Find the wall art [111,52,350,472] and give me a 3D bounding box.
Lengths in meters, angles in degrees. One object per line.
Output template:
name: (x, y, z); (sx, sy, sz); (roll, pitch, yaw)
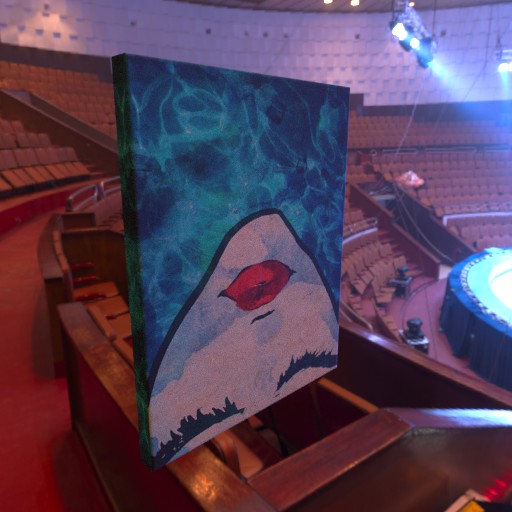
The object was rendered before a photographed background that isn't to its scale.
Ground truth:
wall art: (0.000, 0.000, 0.832); (0.508, 0.635, 0.038); (-13, 19, -43)
